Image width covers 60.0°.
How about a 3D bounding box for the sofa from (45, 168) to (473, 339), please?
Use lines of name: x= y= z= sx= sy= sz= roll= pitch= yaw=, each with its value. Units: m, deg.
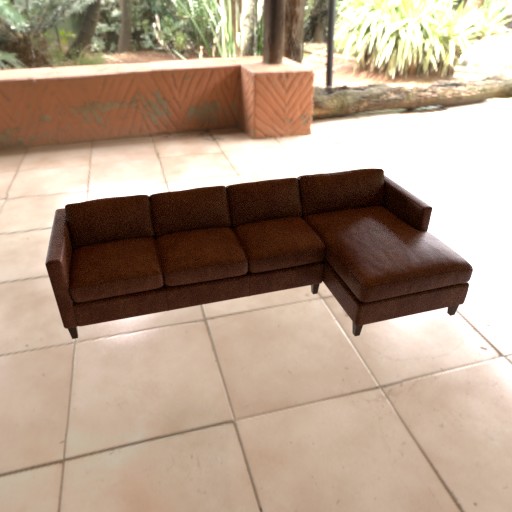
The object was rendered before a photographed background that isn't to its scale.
sofa: x=0.000 y=0.000 z=3.790 sx=3.203 sy=0.883 sz=1.581 roll=-9 pitch=33 yaw=-14
